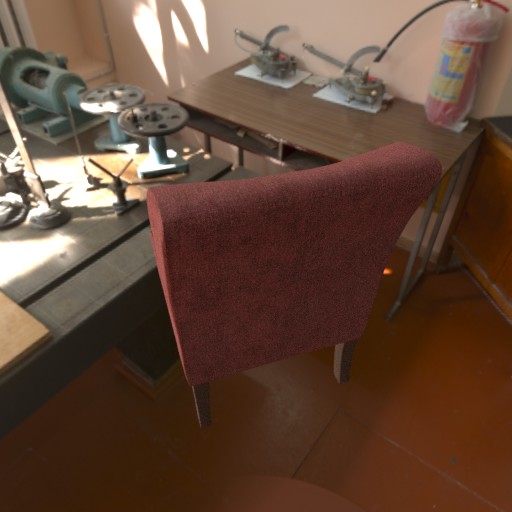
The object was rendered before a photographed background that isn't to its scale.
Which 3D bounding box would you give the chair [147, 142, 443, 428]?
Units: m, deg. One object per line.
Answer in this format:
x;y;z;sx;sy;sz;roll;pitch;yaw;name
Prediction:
0.000;0.000;1.239;0.538;0.846;0.640;-13;44;-14;chair
